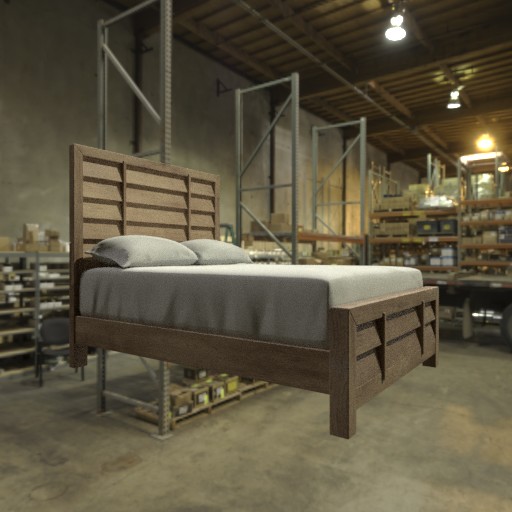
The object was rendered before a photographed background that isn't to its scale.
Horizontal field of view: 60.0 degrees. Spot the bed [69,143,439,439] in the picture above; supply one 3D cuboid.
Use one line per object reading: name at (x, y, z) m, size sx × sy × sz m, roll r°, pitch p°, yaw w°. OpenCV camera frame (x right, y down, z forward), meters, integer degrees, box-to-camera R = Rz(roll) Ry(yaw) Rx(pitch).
bed at (0.000, 0.000, 3.259) m, size 2.197 × 1.626 × 1.626 m, roll 0°, pitch 0°, yaw 36°
